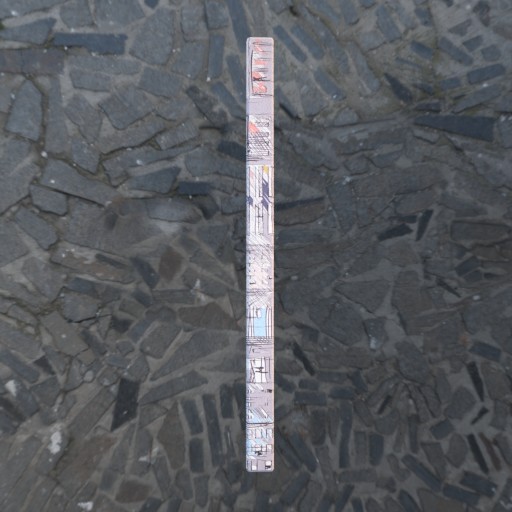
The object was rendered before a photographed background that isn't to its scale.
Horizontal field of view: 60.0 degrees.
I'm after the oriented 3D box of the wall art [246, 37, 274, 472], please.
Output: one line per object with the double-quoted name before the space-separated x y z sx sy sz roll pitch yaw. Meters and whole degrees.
"wall art" 0.000 0.000 1.153 0.048 0.762 0.761 0 89 -1
